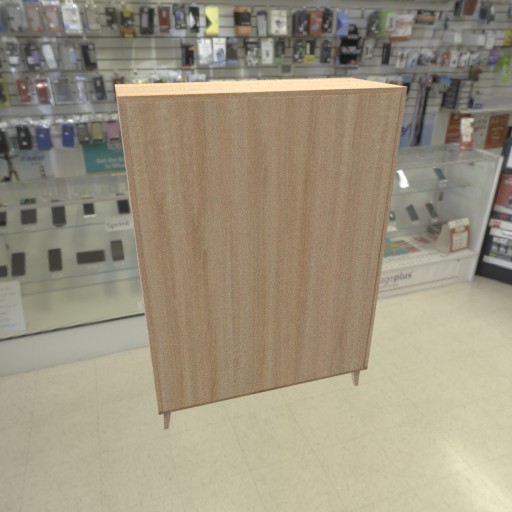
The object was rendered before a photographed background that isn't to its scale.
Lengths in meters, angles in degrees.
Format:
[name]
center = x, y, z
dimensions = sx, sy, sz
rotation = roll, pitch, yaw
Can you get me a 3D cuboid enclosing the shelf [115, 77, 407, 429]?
[shelf]
center = 0.000, 0.000, 1.942
dimensions = 0.995, 1.405, 0.434
rotation = -8, 27, -15
